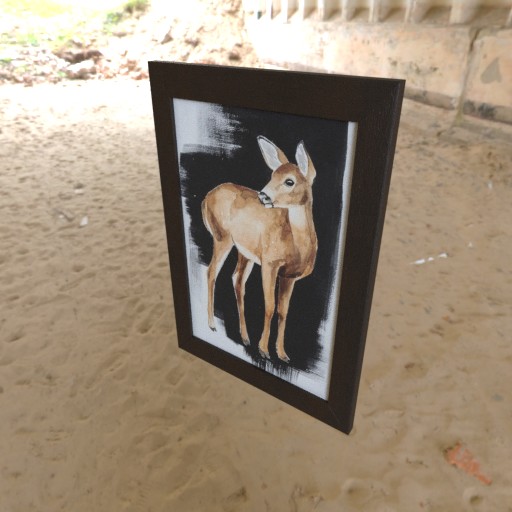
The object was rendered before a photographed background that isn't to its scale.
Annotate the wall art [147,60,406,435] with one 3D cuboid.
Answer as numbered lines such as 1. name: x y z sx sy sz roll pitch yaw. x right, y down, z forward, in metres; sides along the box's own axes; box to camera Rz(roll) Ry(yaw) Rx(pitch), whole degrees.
1. wall art: 0.000 0.000 0.656 0.359 0.513 0.017 19 34 30
